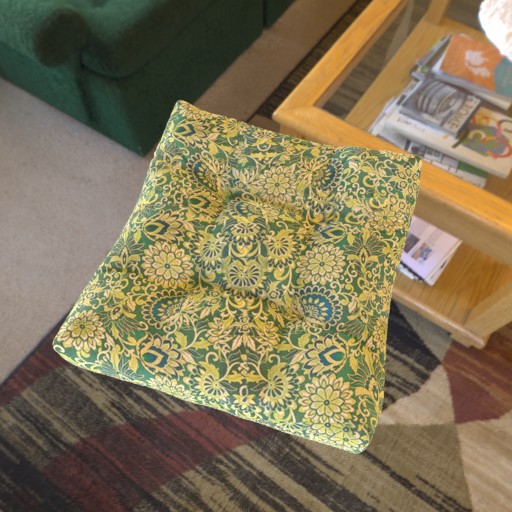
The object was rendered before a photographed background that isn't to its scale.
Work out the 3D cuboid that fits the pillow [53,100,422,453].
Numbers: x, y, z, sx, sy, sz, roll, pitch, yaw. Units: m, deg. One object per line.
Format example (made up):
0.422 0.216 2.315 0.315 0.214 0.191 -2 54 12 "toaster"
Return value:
0.000 0.000 0.720 0.468 0.128 0.490 15 65 7 "pillow"
